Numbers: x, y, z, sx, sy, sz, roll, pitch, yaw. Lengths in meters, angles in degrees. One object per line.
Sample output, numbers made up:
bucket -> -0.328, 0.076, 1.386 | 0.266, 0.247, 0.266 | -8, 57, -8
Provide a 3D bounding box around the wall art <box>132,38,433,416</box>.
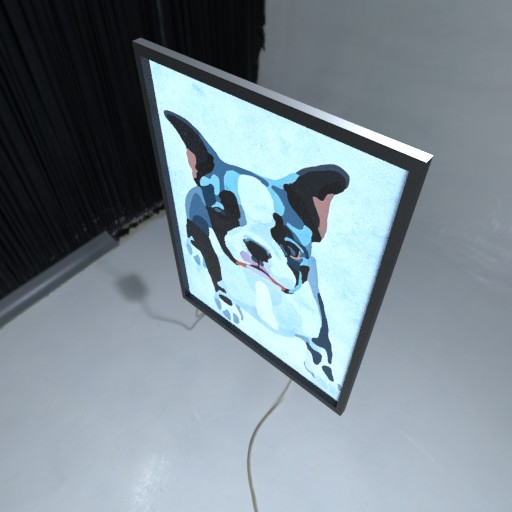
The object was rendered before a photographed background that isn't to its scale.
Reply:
wall art -> 0.000, 0.000, 1.298 | 0.774, 1.027, 0.030 | 32, 55, 26
